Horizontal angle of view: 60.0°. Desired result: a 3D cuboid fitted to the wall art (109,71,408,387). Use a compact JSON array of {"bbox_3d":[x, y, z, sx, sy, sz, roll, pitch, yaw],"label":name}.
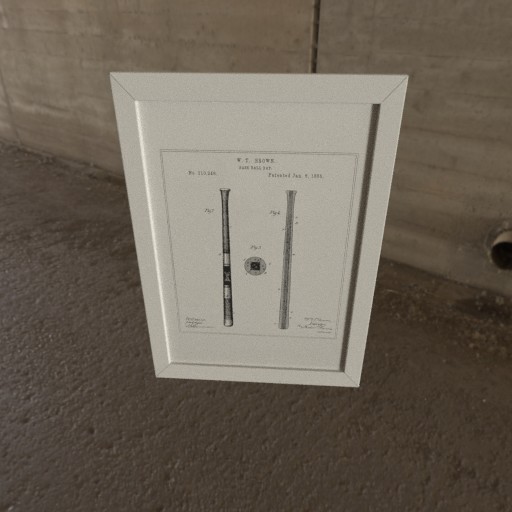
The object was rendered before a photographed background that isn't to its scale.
[{"bbox_3d":[0.000,0.000,0.688,0.374,0.529,0.012,2,30,3],"label":"wall art"}]
